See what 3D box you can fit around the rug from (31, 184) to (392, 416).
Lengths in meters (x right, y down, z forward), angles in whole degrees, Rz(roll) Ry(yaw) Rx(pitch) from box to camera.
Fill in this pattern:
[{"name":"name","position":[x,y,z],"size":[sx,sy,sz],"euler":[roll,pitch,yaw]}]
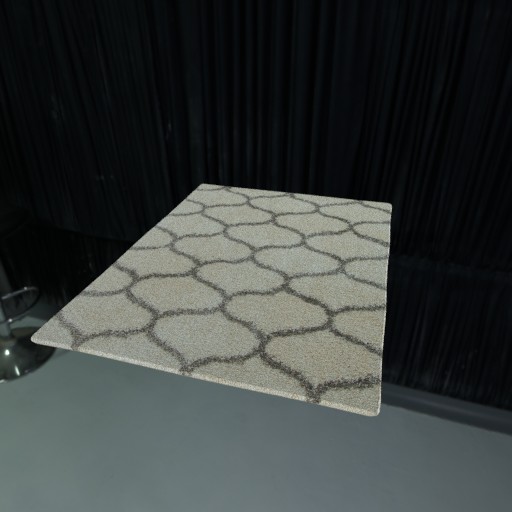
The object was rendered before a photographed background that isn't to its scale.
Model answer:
[{"name":"rug","position":[0.000,0.000,2.083],"size":[1.200,0.025,1.600],"euler":[8,31,14]}]
